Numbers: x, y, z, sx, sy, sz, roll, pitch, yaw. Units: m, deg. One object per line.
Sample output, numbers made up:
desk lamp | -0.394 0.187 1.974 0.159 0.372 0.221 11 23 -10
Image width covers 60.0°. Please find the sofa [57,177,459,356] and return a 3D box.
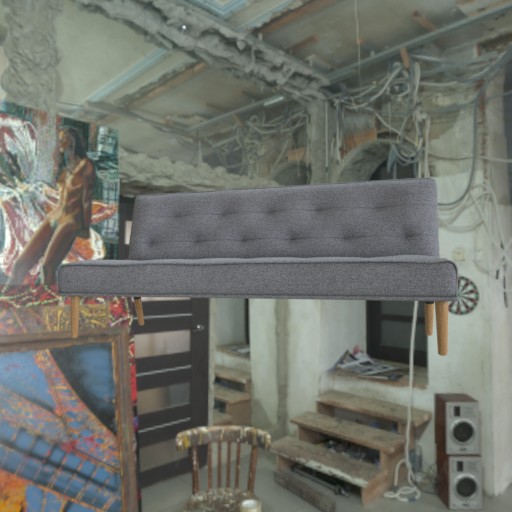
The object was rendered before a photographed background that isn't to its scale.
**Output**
sofa | 0.000 0.000 2.289 1.820 0.830 0.810 -1 -3 17
